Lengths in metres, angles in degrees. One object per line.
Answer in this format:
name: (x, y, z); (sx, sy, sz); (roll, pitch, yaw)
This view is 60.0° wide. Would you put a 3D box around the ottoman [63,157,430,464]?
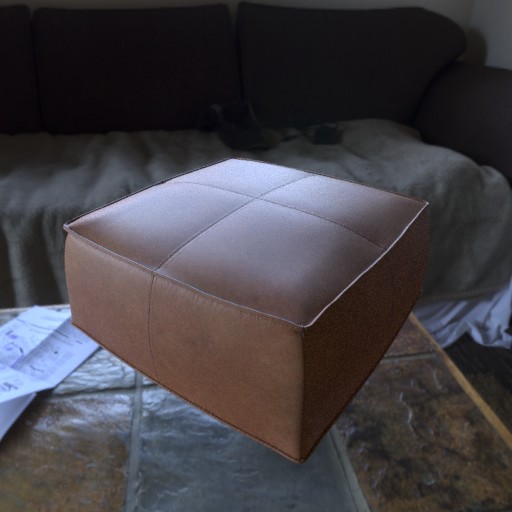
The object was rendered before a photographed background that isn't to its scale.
ottoman: (0.000, 0.000, 1.404); (0.902, 0.395, 0.901); (20, 35, 30)
